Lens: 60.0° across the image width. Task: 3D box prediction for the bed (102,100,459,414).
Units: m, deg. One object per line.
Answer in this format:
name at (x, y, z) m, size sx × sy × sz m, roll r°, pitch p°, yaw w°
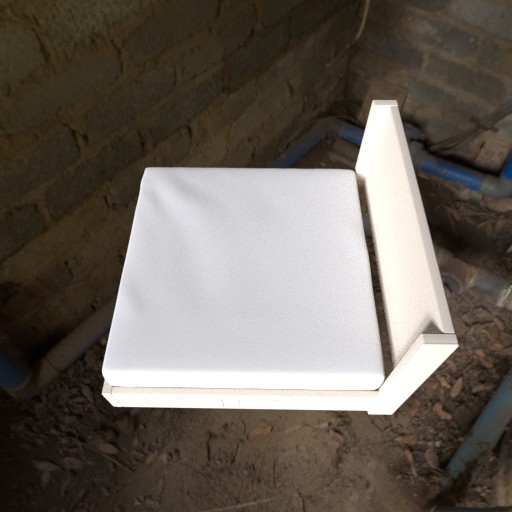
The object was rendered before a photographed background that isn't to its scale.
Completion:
bed at (0.000, 0.000, 3.648) m, size 2.293 × 1.471 × 2.145 m, roll 1°, pitch 56°, yaw 1°
